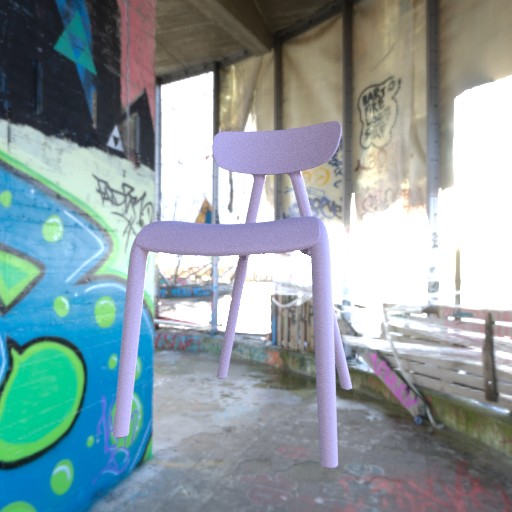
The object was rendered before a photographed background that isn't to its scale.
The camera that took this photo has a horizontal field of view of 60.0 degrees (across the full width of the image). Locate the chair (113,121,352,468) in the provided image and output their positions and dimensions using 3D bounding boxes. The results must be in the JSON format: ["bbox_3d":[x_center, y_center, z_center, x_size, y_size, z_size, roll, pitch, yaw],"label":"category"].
[{"bbox_3d":[0.000,0.000,0.840,0.356,0.580,0.401,0,-1,18],"label":"chair"}]
